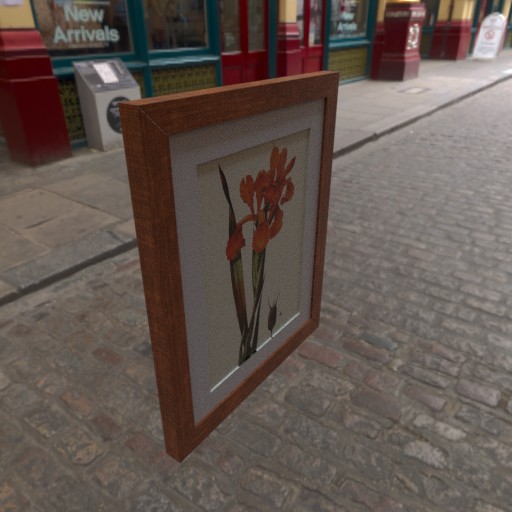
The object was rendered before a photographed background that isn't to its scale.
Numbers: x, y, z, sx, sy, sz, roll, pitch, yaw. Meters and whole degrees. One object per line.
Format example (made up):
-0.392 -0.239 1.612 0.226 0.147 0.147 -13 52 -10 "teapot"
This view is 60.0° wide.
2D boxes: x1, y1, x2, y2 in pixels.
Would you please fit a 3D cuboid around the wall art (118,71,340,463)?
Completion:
0.000 0.000 0.777 0.033 0.567 0.467 19 33 32 "wall art"
